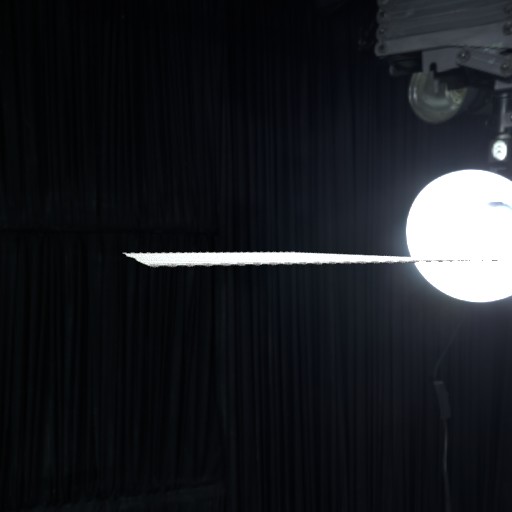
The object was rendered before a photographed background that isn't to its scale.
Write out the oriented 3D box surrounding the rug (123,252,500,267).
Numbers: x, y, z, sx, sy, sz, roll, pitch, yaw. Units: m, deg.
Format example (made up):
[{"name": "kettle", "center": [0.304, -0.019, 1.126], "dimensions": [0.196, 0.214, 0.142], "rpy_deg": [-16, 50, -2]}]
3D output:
[{"name": "rug", "center": [0.000, 0.000, 3.715], "dimensions": [2.030, 0.017, 3.040], "rpy_deg": [0, 2, -19]}]
